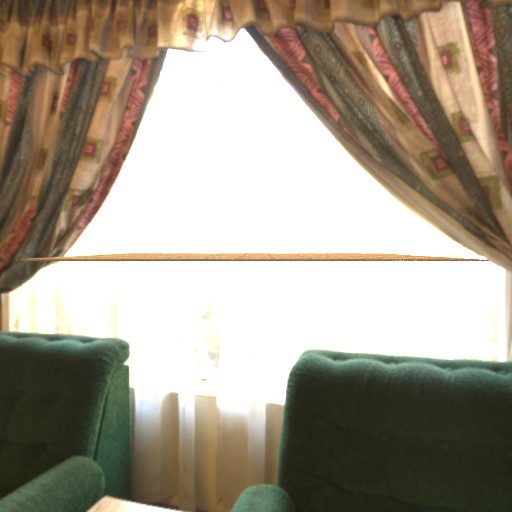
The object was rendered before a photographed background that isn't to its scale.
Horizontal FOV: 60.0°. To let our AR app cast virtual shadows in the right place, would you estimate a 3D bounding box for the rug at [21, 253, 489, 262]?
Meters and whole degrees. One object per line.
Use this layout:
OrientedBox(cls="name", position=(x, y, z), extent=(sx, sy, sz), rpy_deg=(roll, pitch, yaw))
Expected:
OrientedBox(cls="rug", position=(0.000, 0.000, 3.872), extent=(2.895, 0.018, 2.288), rpy_deg=(0, 1, 1))
